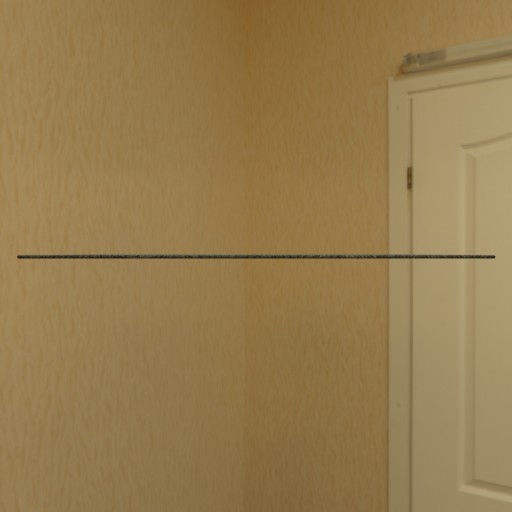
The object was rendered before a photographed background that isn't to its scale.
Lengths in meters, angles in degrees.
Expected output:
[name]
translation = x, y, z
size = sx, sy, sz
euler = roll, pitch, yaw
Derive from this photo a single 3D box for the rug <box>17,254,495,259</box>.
[rug]
translation = 0.000, 0.000, 2.892
size = 2.330, 0.017, 1.478
euler = 0, 0, -1
